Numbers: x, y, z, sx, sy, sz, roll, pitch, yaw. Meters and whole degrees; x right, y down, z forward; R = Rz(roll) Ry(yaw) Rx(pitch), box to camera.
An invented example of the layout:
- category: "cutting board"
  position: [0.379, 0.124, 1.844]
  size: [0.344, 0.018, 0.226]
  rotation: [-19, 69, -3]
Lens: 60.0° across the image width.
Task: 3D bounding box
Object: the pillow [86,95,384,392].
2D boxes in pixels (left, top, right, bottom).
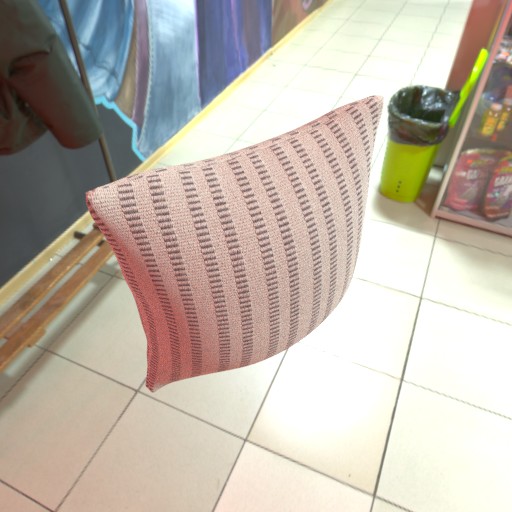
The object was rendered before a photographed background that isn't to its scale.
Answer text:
- category: "pillow"
  position: [0.000, 0.000, 0.694]
  size: [0.438, 0.419, 0.247]
  rotation: [-25, 50, -23]
